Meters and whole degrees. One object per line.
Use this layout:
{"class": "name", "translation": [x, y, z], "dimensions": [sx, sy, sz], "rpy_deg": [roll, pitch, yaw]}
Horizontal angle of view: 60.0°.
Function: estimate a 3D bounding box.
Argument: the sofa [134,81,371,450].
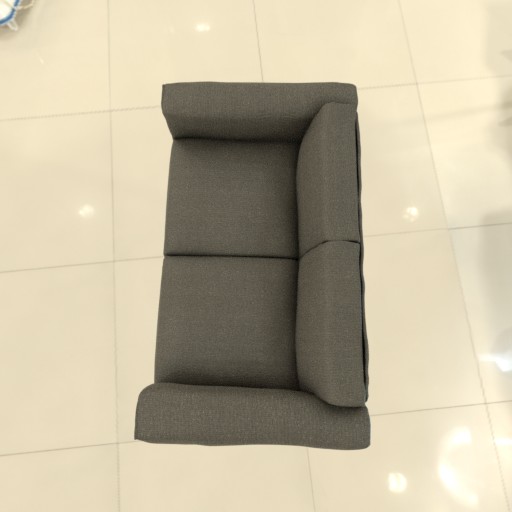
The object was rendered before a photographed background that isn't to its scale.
{"class": "sofa", "translation": [0.000, 0.000, 2.178], "dimensions": [0.960, 0.656, 1.690], "rpy_deg": [1, 76, 0]}
